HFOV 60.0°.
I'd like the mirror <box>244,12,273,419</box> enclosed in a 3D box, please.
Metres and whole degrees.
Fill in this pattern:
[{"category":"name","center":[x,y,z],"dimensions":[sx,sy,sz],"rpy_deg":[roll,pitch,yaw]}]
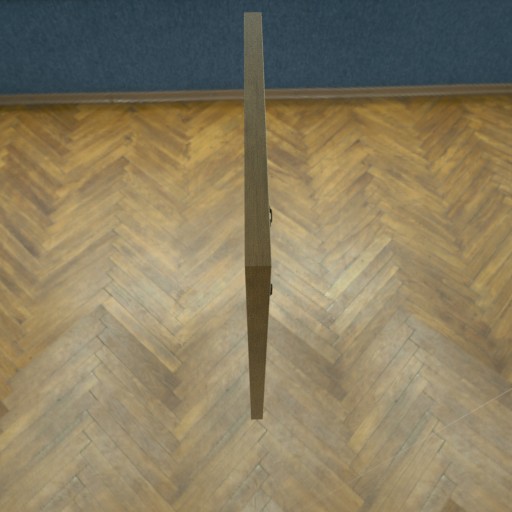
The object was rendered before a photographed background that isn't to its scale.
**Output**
[{"category":"mirror","center":[0.000,0.000,1.136],"dimensions":[0.040,0.915,0.609],"rpy_deg":[-1,58,-1]}]
